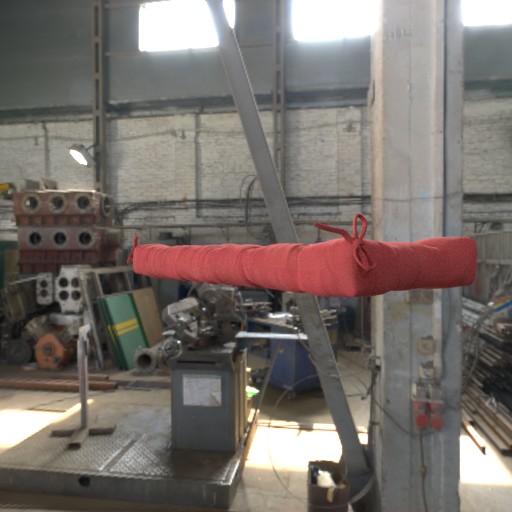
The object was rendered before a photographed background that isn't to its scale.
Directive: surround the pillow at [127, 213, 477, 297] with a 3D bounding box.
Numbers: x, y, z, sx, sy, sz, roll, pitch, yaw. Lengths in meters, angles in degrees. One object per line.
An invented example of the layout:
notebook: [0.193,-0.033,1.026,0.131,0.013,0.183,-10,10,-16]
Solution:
pillow: [0.000,0.000,1.369,0.511,0.174,1.194,0,0,-36]
